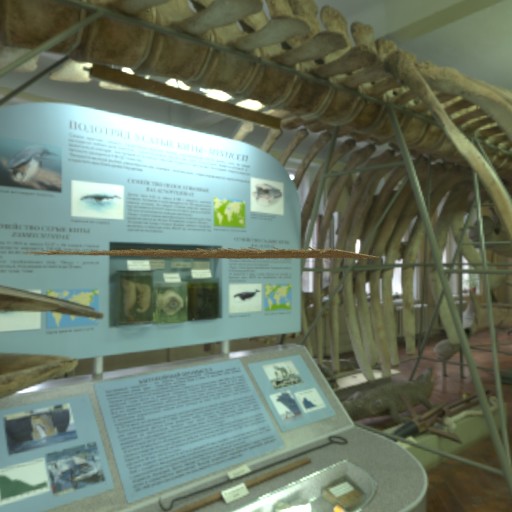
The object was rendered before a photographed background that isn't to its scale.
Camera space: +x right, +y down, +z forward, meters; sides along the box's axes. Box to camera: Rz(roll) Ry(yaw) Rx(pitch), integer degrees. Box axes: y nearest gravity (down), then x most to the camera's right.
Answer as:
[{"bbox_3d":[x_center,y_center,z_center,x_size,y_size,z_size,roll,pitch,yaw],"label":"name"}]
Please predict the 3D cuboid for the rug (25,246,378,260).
[{"bbox_3d":[0.000,0.000,2.529,1.224,0.027,2.085,0,-1,20],"label":"rug"}]
